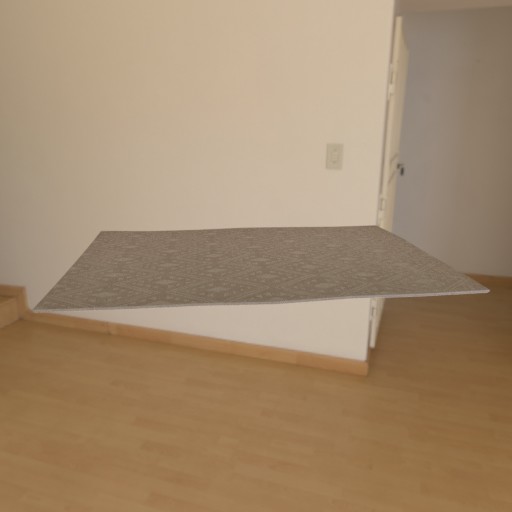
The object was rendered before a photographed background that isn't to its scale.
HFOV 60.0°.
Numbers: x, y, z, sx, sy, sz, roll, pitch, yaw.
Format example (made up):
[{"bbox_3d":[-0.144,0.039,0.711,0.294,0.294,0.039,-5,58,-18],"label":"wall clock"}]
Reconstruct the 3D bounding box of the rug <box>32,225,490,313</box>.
[{"bbox_3d":[0.000,0.000,2.336,1.829,0.034,1.252,-2,17,-7],"label":"rug"}]
